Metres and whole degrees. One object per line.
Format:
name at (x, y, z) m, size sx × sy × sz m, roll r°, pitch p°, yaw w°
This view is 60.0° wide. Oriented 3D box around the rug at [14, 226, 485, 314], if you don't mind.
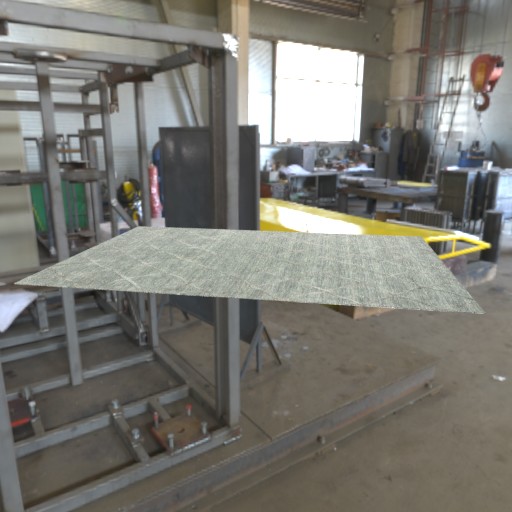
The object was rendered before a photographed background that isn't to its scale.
rug at (0.000, 0.000, 2.832) m, size 2.283 × 0.006 × 1.521 m, roll 3°, pitch 15°, yaw 10°
